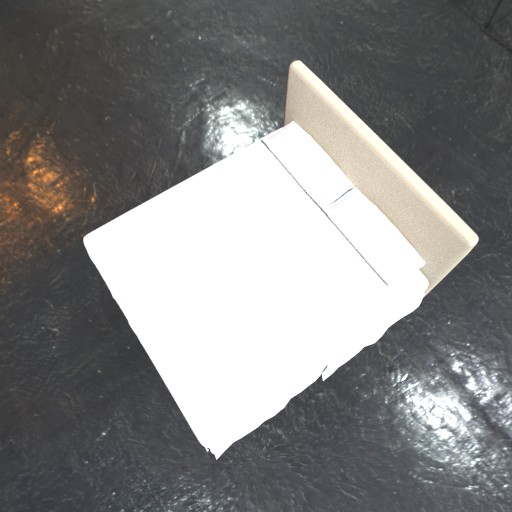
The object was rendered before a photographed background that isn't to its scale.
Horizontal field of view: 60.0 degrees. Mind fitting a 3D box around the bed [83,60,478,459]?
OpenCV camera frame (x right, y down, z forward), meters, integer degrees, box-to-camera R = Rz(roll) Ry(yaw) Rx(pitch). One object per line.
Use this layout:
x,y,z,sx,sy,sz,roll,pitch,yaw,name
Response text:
0.000,0.000,3.604,2.319,1.317,2.119,-32,69,-14,bed
